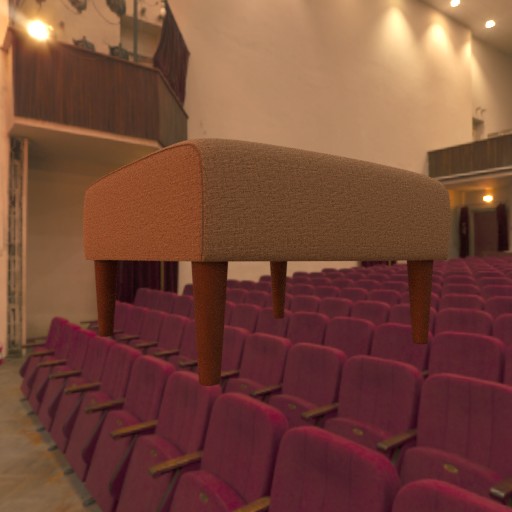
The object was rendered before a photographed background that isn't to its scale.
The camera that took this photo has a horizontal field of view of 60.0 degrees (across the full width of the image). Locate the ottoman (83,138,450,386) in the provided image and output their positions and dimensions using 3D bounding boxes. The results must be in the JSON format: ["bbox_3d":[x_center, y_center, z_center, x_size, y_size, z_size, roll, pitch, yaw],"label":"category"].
[{"bbox_3d":[0.000,0.000,1.062,0.650,0.398,0.649,0,0,-36],"label":"ottoman"}]
